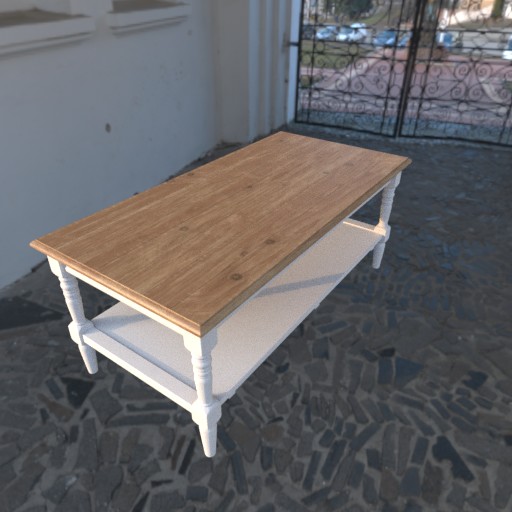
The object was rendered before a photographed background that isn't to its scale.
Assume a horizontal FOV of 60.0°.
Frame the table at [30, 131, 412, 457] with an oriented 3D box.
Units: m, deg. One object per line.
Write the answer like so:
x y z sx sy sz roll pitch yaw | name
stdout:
0.000 0.000 1.443 0.559 0.458 1.118 21 38 30 | table
